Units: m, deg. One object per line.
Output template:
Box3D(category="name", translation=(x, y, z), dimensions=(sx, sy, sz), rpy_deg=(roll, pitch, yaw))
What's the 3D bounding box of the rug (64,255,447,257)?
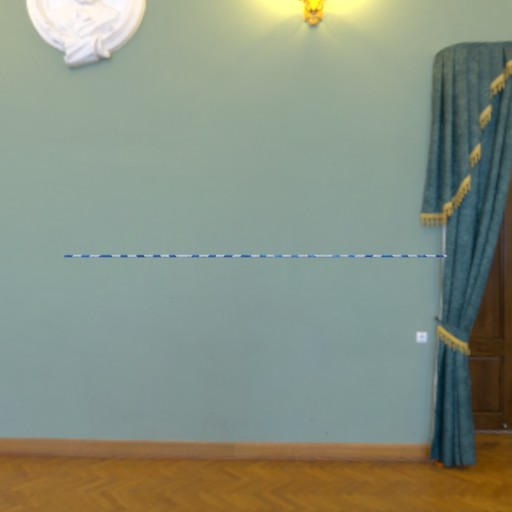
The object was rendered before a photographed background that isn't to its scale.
Box3D(category="rug", translation=(0.000, 0.000, 2.324), dimensions=(1.225, 0.008, 1.830), rpy_deg=(0, 0, 0))
